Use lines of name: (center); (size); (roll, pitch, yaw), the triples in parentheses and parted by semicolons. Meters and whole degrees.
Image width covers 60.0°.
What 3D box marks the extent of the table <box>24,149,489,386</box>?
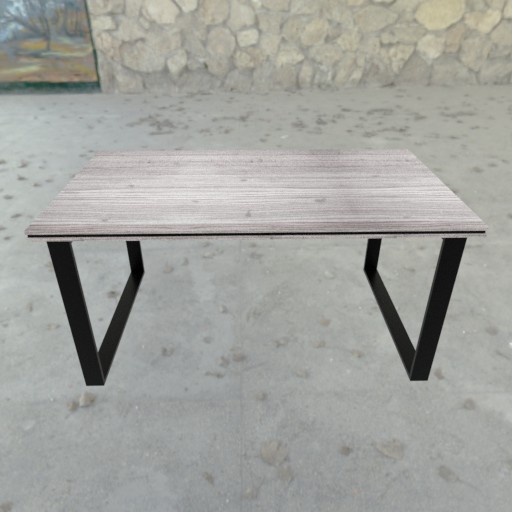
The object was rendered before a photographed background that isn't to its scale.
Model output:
table: (0.000, 0.000, 2.071); (1.579, 0.736, 0.881); (-1, 31, -1)
